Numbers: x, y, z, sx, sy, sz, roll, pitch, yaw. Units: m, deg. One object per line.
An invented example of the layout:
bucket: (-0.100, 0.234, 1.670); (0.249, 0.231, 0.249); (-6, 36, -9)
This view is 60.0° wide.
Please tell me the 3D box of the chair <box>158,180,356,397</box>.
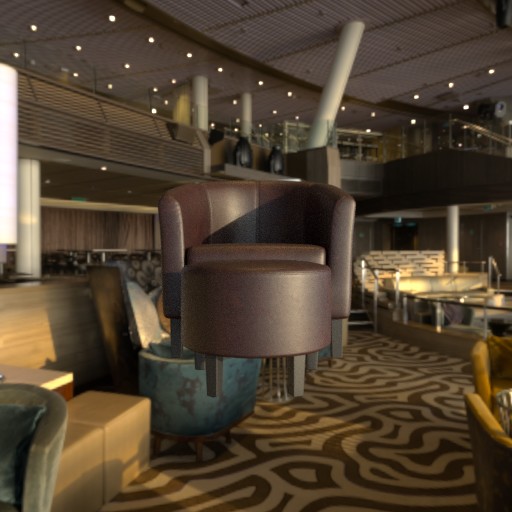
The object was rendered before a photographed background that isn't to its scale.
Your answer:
chair: (0.000, 0.000, 1.719); (0.737, 0.755, 1.176); (0, 1, 0)
